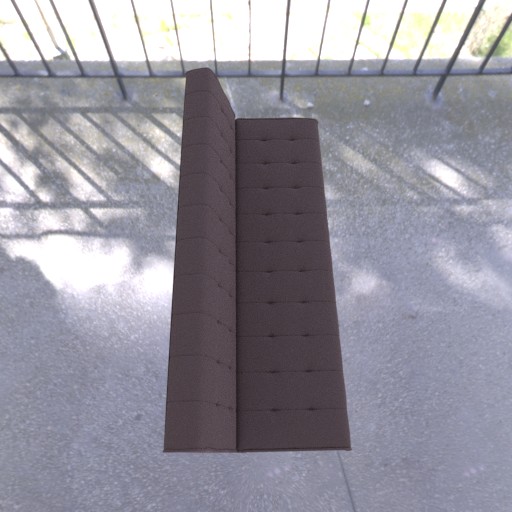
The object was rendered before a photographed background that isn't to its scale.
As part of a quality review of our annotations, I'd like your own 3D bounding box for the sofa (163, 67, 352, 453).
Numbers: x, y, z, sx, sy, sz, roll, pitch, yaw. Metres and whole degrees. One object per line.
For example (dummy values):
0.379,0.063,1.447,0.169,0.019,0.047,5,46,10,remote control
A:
0.000,0.000,2.100,0.747,0.699,1.703,-1,65,-1,sofa
